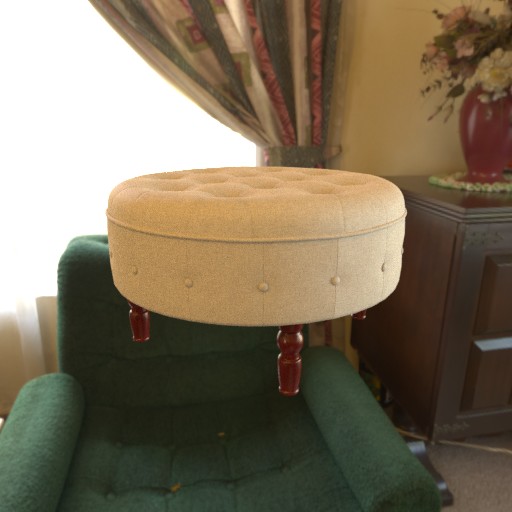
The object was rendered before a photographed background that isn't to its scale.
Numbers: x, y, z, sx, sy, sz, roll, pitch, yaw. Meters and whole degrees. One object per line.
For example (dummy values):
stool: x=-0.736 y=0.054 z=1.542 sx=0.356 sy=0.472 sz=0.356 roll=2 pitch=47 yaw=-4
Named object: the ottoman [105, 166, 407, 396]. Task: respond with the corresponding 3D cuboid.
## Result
ottoman: x=0.000 y=0.000 z=1.359 sx=0.849 sy=0.478 sz=0.849 roll=0 pitch=17 yaw=0
